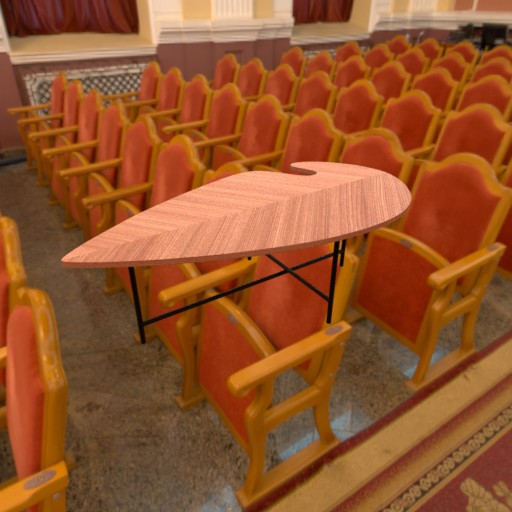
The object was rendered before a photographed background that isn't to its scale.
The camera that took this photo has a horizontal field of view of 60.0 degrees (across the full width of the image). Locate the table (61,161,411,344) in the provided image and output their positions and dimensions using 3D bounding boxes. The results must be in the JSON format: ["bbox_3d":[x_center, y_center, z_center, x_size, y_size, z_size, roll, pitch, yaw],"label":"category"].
[{"bbox_3d":[0.000,0.000,1.515,1.199,0.360,0.598,-18,35,-28],"label":"table"}]
